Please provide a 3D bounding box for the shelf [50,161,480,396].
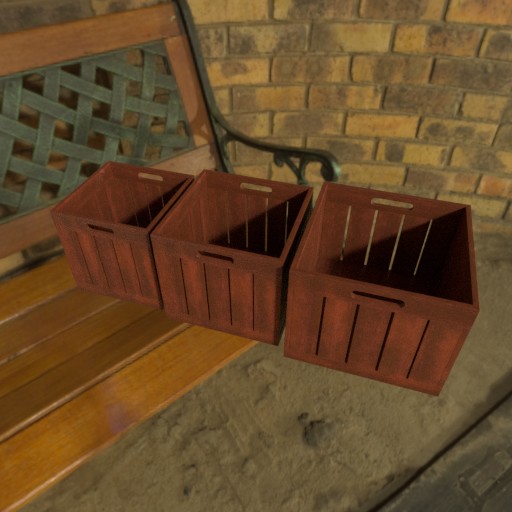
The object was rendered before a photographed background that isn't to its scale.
[{"bbox_3d":[0.000,0.000,1.251,1.064,0.311,0.393,12,42,13],"label":"shelf"}]
